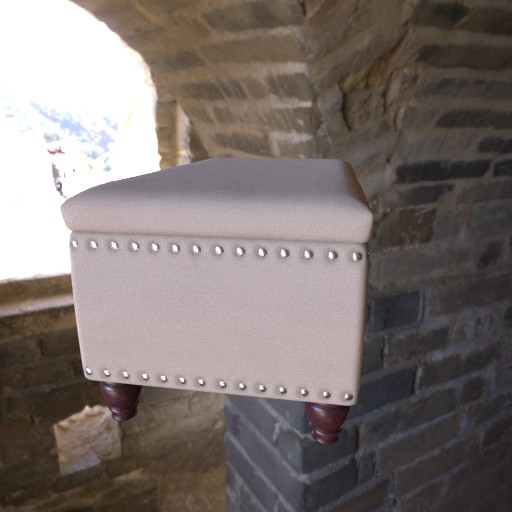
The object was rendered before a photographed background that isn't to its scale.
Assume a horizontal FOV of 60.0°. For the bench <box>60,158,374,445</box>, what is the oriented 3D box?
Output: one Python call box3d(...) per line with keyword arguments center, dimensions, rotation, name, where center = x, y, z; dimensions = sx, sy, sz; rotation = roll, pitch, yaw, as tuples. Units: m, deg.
box3d(center=(0.000, 0.000, 1.146), dimensions=(0.500, 0.449, 0.887), rotation=(3, 16, 9), name="bench")
